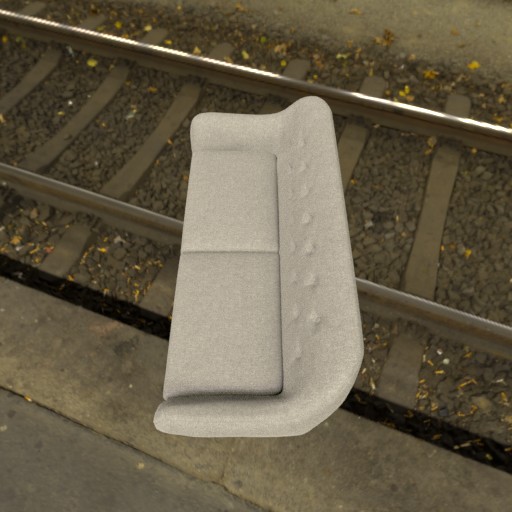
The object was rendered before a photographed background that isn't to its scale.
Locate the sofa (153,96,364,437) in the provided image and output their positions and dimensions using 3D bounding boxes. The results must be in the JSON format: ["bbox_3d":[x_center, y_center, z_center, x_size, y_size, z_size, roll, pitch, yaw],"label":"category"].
[{"bbox_3d":[0.000,0.000,2.323,0.820,0.820,1.840,0,56,0],"label":"sofa"}]
